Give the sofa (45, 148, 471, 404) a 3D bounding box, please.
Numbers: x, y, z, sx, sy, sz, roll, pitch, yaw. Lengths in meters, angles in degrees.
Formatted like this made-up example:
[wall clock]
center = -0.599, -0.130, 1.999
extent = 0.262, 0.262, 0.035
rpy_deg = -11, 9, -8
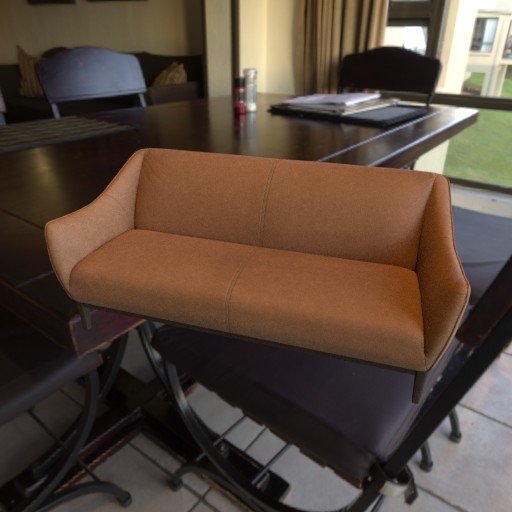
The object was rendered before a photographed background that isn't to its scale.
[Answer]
[sofa]
center = 0.000, 0.000, 2.314
extent = 1.928, 0.830, 0.869
rpy_deg = 9, 29, 16
